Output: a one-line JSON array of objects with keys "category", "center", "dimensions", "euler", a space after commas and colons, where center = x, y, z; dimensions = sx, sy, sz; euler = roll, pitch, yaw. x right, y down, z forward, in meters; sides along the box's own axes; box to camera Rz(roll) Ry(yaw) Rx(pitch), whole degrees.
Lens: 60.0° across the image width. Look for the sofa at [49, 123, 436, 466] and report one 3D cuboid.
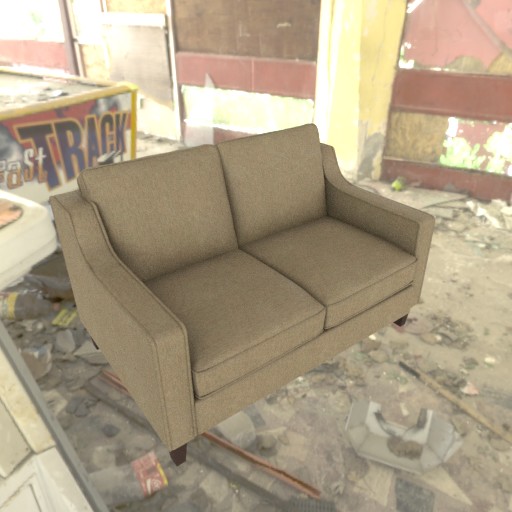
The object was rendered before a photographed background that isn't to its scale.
[{"category": "sofa", "center": [0.000, 0.000, 2.127], "dimensions": [1.503, 0.981, 0.985], "euler": [-21, 36, -32]}]
